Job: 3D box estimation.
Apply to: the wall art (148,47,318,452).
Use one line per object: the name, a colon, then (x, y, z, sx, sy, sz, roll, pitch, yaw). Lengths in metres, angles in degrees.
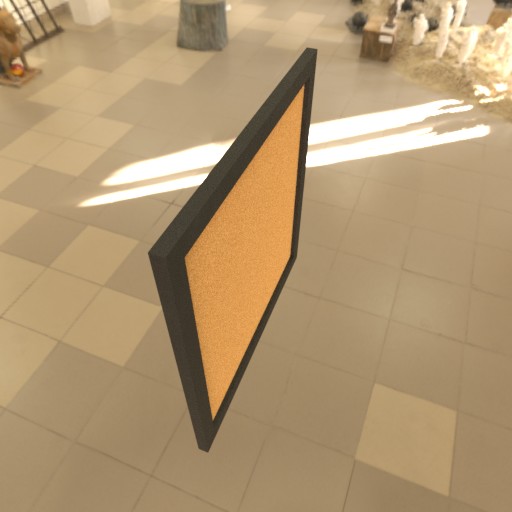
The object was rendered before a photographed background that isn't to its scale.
wall art: (0.000, 0.000, 1.524, 0.038, 1.016, 1.016, 16, 49, 15)
